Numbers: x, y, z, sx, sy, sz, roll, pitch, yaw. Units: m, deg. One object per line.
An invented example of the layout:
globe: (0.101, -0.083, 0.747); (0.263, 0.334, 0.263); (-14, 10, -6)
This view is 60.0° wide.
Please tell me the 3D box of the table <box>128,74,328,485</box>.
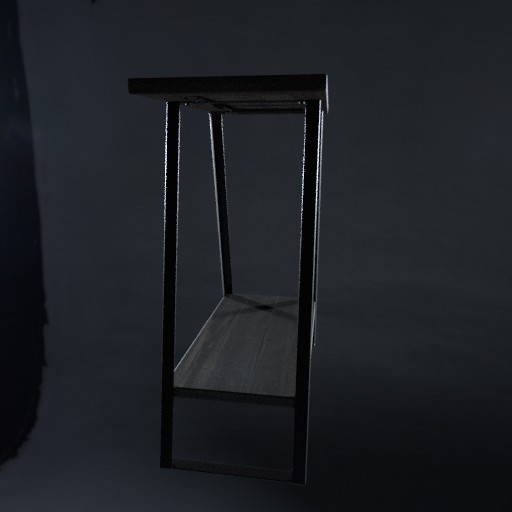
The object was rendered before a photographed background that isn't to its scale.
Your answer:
table: (0.000, 0.000, 1.024); (0.300, 0.701, 0.599); (2, 15, 9)
